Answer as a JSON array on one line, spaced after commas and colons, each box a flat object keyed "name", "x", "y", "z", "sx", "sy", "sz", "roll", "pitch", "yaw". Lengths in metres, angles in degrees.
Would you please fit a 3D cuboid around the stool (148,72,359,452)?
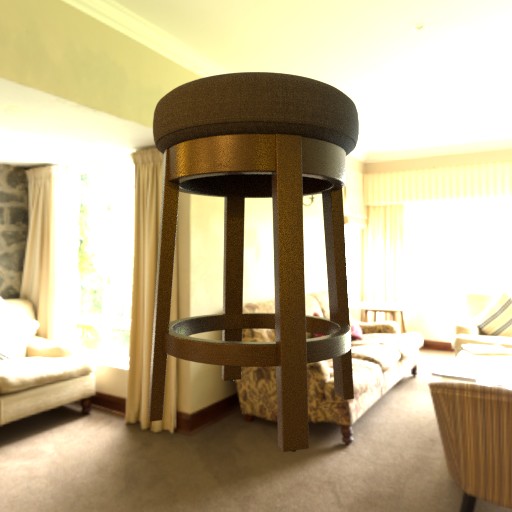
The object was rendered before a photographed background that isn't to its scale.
[{"name": "stool", "x": 0.000, "y": 0.000, "z": 0.949, "sx": 0.449, "sy": 0.655, "sz": 0.449, "roll": 0, "pitch": 0, "yaw": 0}]
